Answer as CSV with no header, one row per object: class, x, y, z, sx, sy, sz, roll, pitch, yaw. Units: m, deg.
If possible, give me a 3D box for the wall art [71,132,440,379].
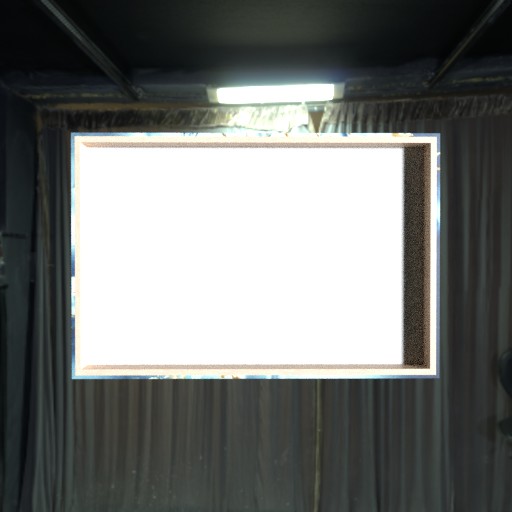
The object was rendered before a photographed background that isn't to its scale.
wall art,0.000,0.000,0.749,0.607,0.405,0.036,0,0,0
